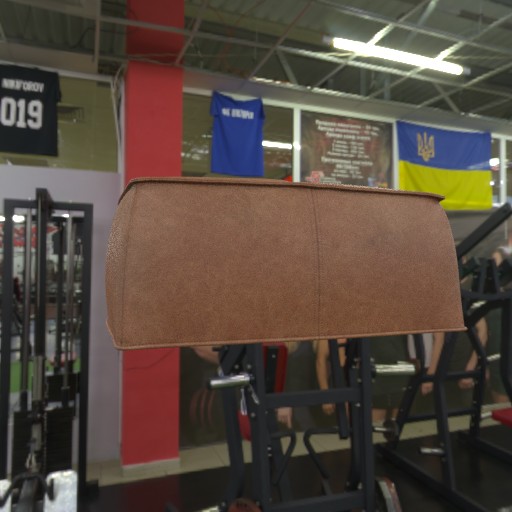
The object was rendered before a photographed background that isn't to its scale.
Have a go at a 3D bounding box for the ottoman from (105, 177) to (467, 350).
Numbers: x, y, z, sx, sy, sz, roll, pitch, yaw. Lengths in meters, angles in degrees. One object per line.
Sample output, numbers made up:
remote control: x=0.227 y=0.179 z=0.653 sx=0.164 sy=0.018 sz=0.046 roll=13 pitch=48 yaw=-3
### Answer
ottoman: x=0.000 y=0.000 z=1.401 sx=0.901 sy=0.395 sz=0.902 roll=0 pitch=-1 yaw=-18
